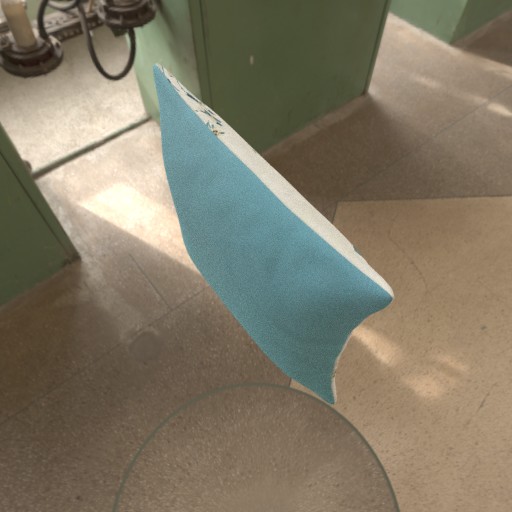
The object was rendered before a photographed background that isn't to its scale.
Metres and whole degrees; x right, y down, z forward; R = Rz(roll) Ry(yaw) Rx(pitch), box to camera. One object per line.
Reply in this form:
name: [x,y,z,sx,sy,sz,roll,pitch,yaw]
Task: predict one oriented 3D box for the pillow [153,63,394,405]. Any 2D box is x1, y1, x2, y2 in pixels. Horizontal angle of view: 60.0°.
pillow: [0.000,0.000,0.815,0.166,0.507,0.526,-33,64,-18]
